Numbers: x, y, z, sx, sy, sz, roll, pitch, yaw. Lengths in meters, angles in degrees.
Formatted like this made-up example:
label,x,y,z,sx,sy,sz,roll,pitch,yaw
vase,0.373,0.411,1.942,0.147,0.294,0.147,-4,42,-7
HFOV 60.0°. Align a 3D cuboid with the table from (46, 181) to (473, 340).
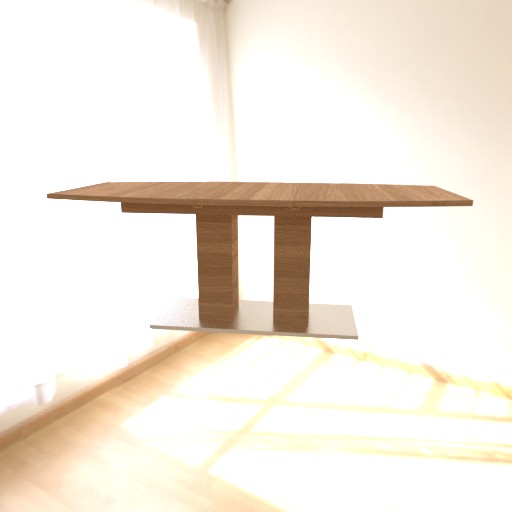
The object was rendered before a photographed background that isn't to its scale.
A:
label,x,y,z,sx,sy,sz,roll,pitch,yaw
table,0.000,0.000,2.507,2.032,0.750,0.900,2,15,7
